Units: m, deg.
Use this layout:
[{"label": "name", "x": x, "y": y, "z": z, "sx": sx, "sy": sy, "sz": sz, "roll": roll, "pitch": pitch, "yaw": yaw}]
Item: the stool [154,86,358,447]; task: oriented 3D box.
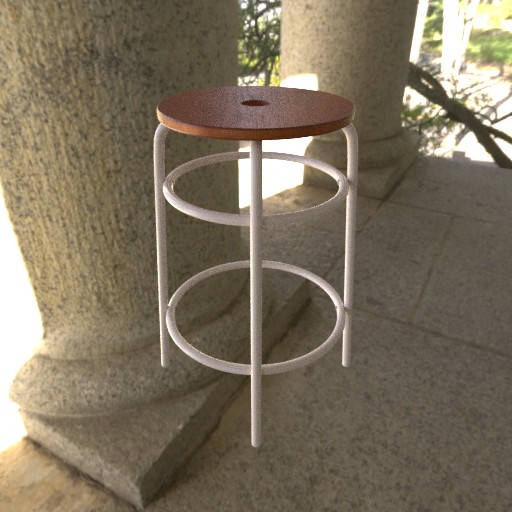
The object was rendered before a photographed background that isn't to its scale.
[{"label": "stool", "x": 0.000, "y": 0.000, "z": 0.915, "sx": 0.455, "sy": 0.610, "sz": 0.455, "roll": 0, "pitch": 31, "yaw": 0}]
